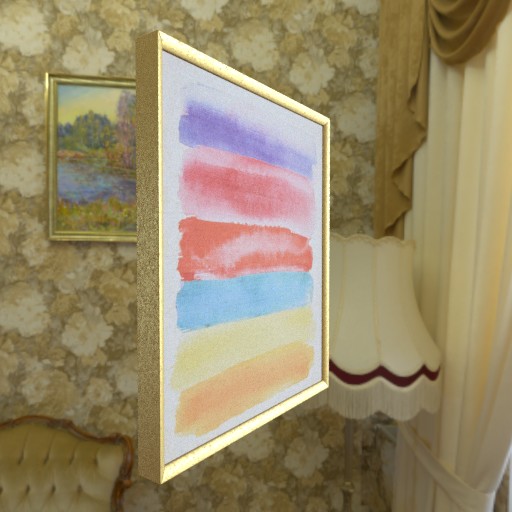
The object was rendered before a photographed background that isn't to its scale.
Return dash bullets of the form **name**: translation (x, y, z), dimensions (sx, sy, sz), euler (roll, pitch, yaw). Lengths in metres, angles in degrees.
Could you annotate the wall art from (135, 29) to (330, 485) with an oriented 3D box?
- **wall art**: translation (0.000, 0.000, 0.855), dimensions (0.048, 0.642, 0.537), euler (1, 2, 36)
